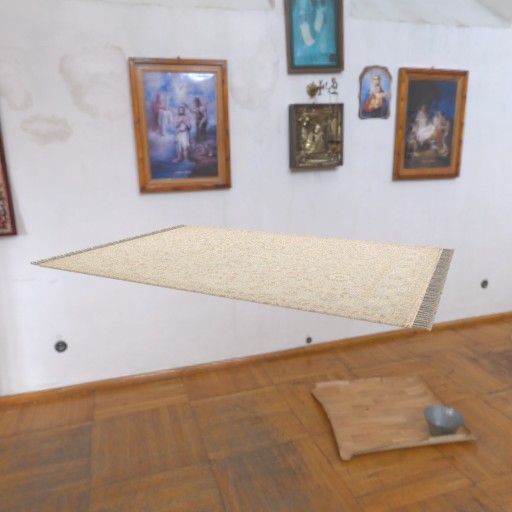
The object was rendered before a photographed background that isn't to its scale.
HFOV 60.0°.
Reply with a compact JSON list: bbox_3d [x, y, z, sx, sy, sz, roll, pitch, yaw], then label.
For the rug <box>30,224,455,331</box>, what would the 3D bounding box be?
[{"bbox_3d":[0.000,0.000,2.231,1.771,0.015,1.223,7,15,26],"label":"rug"}]
